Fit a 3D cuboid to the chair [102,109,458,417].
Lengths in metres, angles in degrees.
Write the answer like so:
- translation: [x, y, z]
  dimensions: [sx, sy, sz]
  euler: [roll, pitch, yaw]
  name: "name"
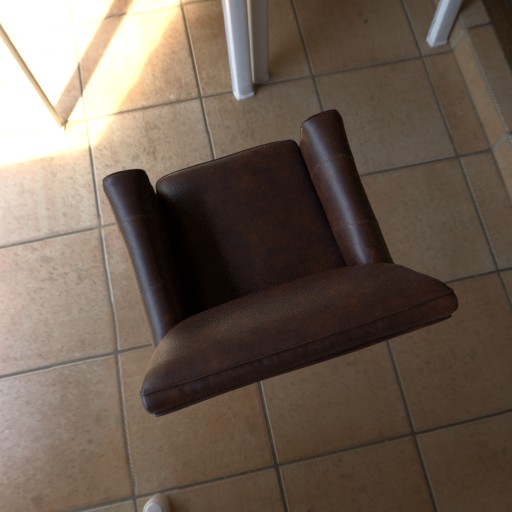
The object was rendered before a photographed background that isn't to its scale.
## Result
- translation: [0.000, 0.000, 1.602]
  dimensions: [0.870, 0.943, 0.823]
  euler: [-17, 77, -4]
  name: "chair"
